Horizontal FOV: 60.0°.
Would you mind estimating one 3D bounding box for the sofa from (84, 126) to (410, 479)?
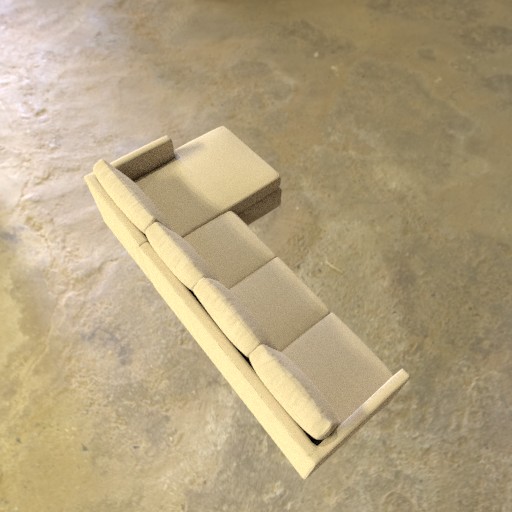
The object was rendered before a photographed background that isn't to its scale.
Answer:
[{"bbox_3d":[0.000,0.000,3.939,1.622,0.871,3.206,-34,63,-20],"label":"sofa"}]
